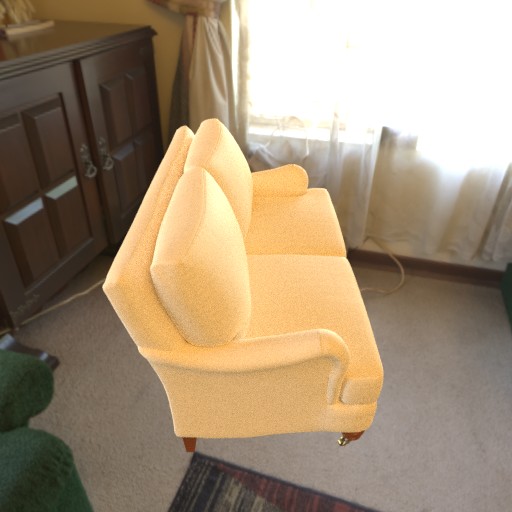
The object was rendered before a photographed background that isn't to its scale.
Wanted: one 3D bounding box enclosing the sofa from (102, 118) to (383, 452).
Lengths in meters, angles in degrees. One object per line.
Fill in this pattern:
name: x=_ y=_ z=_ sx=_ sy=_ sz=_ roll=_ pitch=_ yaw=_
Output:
sofa: x=0.000 y=0.000 z=2.528 sx=1.084 sy=1.101 sz=1.853 roll=0 pitch=33 yaw=0
